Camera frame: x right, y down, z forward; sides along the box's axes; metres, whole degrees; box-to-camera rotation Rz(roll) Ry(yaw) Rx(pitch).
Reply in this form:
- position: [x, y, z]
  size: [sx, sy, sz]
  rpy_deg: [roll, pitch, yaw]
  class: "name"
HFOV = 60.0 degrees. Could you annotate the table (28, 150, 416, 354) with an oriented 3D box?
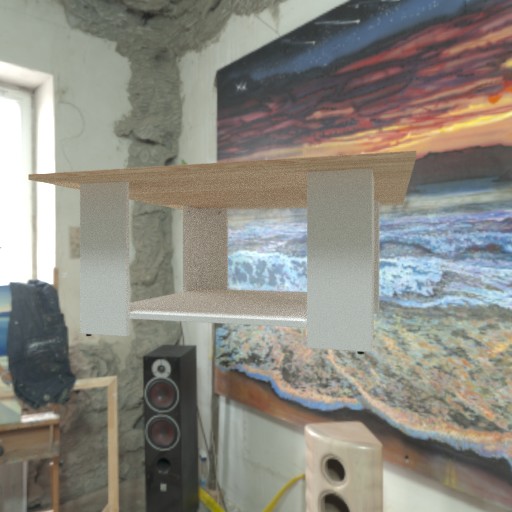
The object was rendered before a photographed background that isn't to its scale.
- position: [0.000, 0.000, 1.038]
  size: [0.670, 0.305, 0.670]
  rpy_deg: [0, 1, 17]
  class: "table"
